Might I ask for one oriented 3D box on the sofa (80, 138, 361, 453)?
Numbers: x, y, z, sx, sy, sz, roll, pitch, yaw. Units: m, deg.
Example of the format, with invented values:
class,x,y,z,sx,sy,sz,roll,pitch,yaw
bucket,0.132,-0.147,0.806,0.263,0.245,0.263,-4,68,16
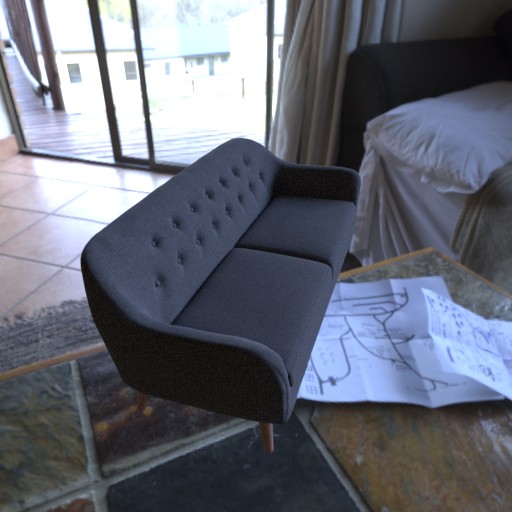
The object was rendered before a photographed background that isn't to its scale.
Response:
class,x,y,z,sx,sy,sz,roll,pitch,yaw
sofa,0.000,0.000,2.272,0.820,0.820,1.840,10,32,17
